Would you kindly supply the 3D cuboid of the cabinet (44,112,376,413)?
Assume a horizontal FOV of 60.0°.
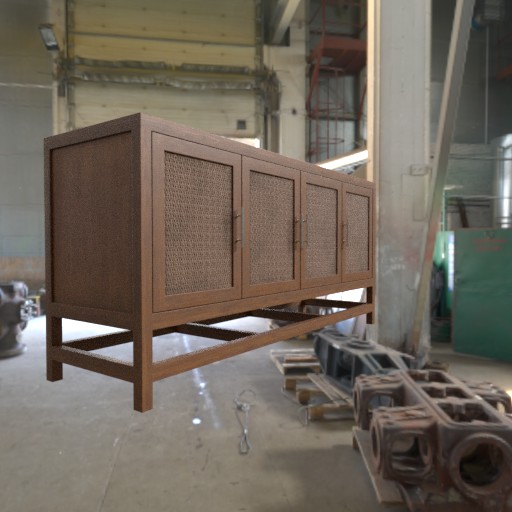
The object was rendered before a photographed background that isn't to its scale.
[{"bbox_3d":[0.000,0.000,2.035,0.522,0.820,1.708,1,2,36],"label":"cabinet"}]
